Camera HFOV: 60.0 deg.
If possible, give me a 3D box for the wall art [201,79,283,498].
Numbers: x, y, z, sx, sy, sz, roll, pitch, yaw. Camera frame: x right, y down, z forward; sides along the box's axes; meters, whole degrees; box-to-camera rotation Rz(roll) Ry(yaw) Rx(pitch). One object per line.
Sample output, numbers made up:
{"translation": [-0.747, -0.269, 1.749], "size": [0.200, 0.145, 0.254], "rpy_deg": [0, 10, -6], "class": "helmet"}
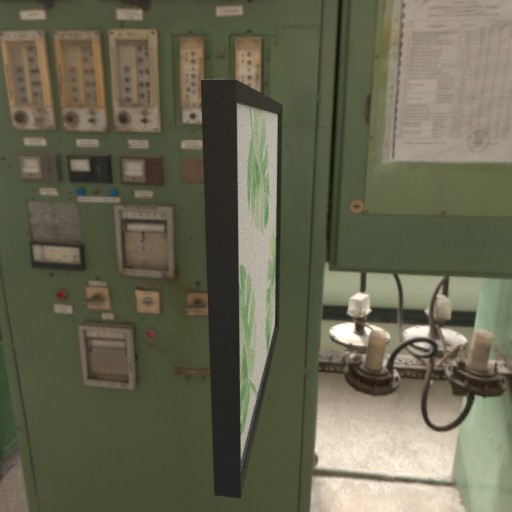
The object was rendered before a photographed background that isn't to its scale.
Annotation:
{"translation": [0.000, 0.000, 0.747], "size": [0.036, 0.508, 0.508], "rpy_deg": [2, 16, 8], "class": "wall art"}
